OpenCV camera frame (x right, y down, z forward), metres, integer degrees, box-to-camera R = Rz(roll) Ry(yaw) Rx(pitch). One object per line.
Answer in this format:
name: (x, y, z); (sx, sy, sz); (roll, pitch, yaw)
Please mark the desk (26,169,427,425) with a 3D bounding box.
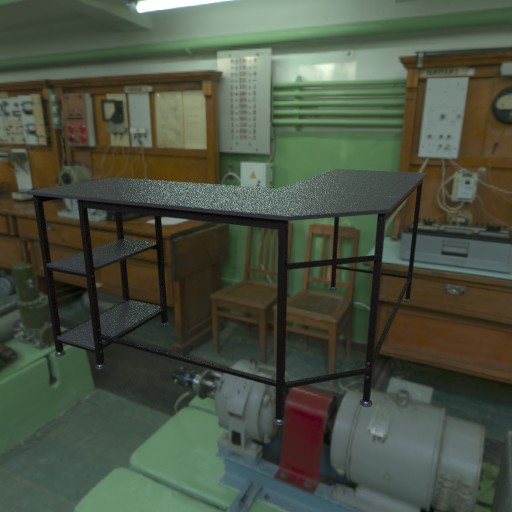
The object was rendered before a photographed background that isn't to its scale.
desk: (0.000, 0.000, 2.191); (1.379, 0.739, 1.379); (8, 19, 25)
